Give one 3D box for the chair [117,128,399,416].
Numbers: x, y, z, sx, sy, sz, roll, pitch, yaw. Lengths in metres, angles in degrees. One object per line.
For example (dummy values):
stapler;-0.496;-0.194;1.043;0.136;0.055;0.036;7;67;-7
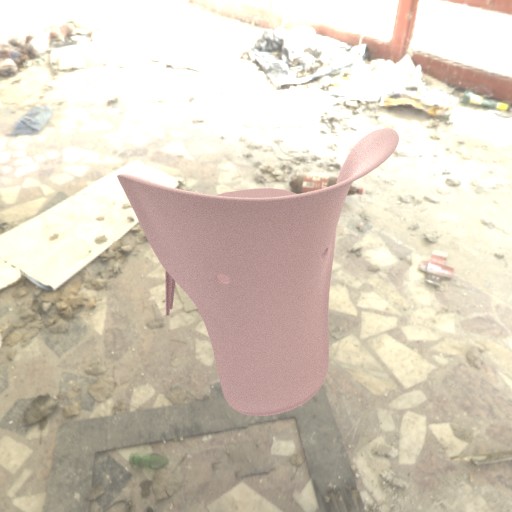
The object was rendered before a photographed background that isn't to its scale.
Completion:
chair;0.000;0.000;0.884;0.451;0.554;0.402;-13;43;-15
